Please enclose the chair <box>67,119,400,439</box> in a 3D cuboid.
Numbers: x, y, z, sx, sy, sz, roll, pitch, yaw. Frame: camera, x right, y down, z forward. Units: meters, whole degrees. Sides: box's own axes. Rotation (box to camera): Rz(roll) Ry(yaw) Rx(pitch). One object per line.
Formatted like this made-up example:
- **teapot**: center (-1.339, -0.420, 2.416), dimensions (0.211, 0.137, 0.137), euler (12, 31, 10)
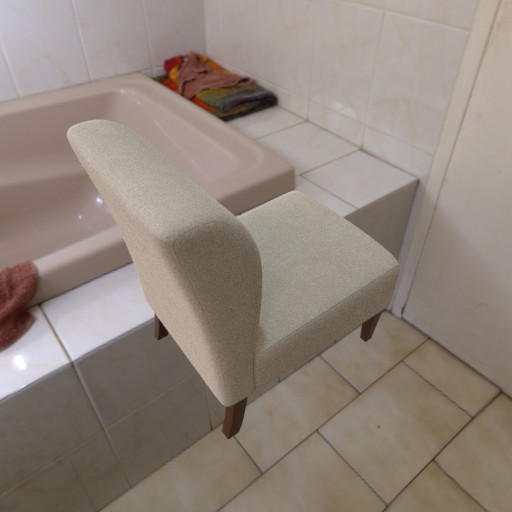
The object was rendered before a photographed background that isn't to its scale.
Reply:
- **chair**: center (0.000, 0.000, 1.312), dimensions (0.754, 0.833, 0.521), euler (-25, 47, -26)
